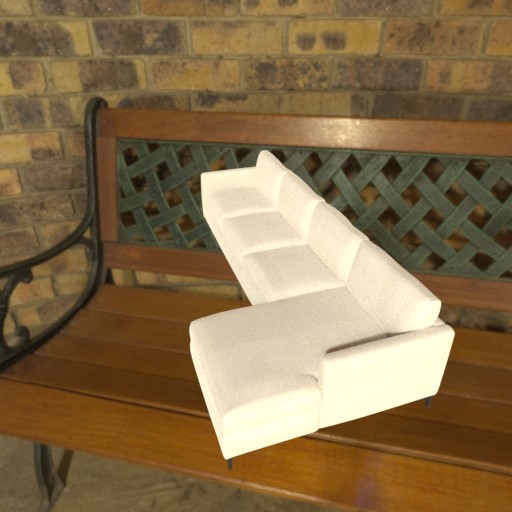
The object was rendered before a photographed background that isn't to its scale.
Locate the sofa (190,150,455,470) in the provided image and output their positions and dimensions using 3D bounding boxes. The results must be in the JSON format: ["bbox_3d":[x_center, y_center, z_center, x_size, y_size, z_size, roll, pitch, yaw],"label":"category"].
[{"bbox_3d":[0.000,0.000,2.921,1.126,0.677,2.445,-10,32,-16],"label":"sofa"}]
